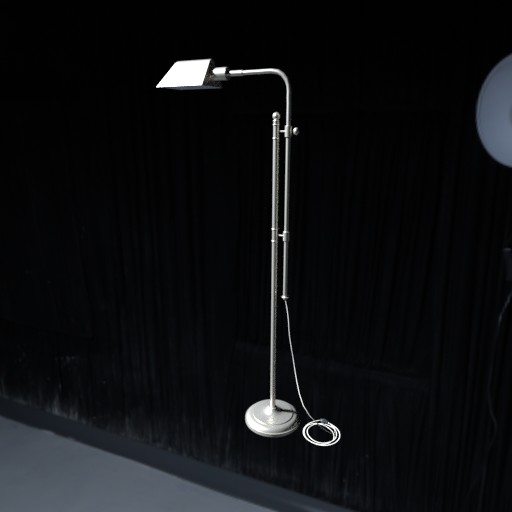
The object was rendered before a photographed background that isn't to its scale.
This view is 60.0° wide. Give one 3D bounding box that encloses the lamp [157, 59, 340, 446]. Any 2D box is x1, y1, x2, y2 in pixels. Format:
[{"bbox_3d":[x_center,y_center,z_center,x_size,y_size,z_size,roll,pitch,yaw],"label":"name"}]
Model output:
[{"bbox_3d":[0.000,0.000,1.892,0.813,1.571,0.256,8,18,24],"label":"lamp"}]
